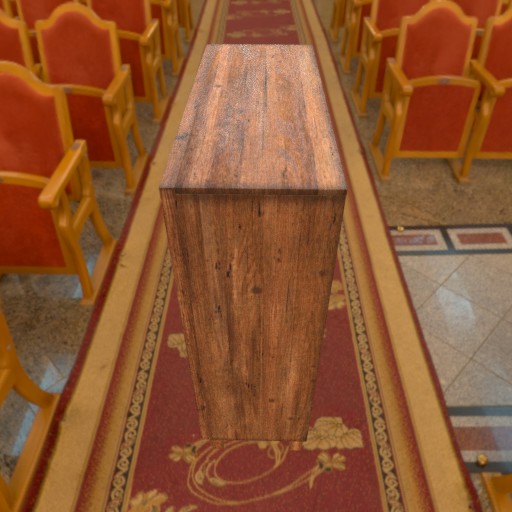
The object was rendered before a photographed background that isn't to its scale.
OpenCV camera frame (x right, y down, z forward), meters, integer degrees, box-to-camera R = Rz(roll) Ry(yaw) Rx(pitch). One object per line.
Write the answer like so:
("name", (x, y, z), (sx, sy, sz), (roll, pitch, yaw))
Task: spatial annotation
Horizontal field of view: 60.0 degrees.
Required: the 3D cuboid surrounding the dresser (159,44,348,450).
("dresser", (0.000, 0.000, 1.859), (0.438, 1.359, 1.067), (1, 42, 1))
